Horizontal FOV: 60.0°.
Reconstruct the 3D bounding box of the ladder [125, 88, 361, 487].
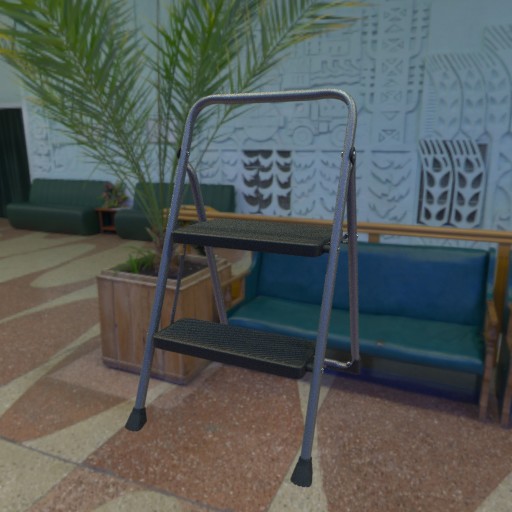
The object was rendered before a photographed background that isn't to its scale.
[{"bbox_3d":[0.000,0.000,1.010,0.430,0.720,0.472,6,15,24],"label":"ladder"}]
